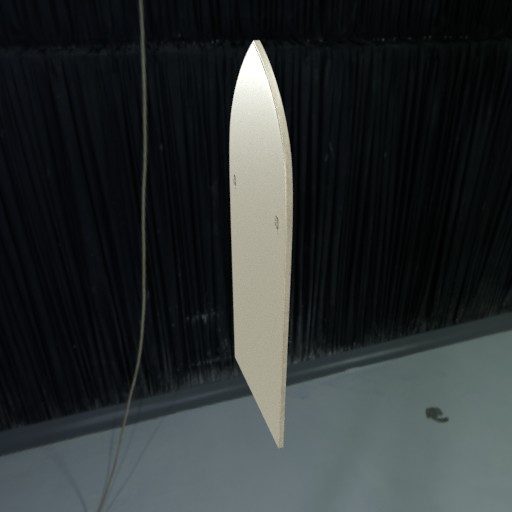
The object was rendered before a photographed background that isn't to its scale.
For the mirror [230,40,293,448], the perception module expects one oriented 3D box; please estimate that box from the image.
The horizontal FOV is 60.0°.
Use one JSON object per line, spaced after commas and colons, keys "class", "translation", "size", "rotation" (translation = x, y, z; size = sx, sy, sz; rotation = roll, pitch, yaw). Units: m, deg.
{"class": "mirror", "translation": [0.000, 0.000, 1.341], "size": [0.025, 1.175, 0.464], "rotation": [-10, 30, -18]}
